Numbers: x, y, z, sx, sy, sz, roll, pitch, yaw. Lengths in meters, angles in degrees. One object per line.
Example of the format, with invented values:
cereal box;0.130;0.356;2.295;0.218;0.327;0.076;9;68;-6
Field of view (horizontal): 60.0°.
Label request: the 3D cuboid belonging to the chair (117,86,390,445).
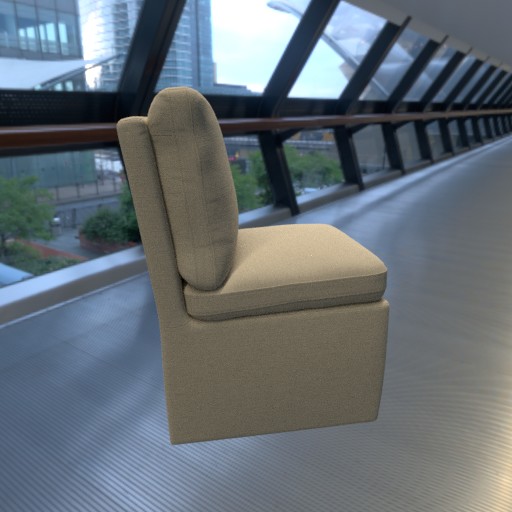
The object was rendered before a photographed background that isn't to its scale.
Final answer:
chair;0.000;0.000;1.340;0.698;0.927;0.503;-3;17;-10
